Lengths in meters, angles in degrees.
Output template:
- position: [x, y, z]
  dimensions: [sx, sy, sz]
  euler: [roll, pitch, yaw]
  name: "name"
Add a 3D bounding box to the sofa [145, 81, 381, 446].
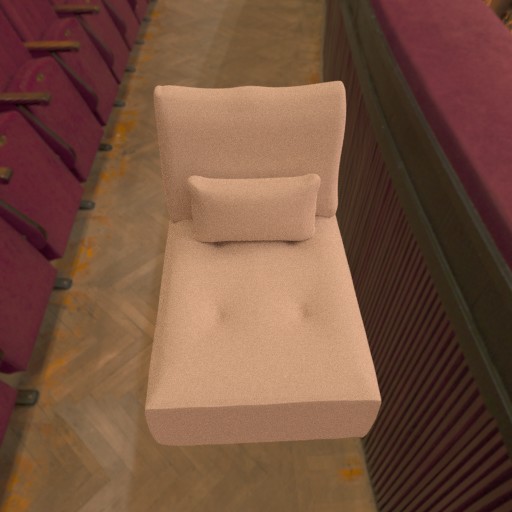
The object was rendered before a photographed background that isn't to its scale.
- position: [0.000, 0.000, 1.541]
  dimensions: [0.700, 0.820, 1.000]
  euler: [-2, 47, -2]
  name: "sofa"
